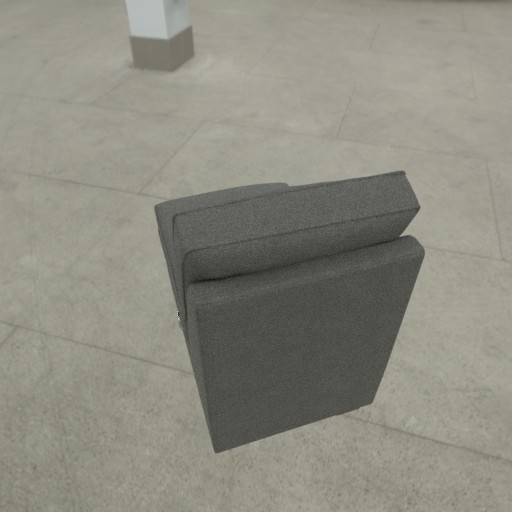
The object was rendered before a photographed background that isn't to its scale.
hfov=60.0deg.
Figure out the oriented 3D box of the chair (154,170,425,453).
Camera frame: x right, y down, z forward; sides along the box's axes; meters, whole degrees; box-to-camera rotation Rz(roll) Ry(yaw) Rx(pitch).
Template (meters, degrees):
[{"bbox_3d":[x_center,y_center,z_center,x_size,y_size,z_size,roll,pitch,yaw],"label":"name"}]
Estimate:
[{"bbox_3d":[0.000,0.000,1.595,0.621,0.970,0.938,-12,43,-14],"label":"chair"}]
